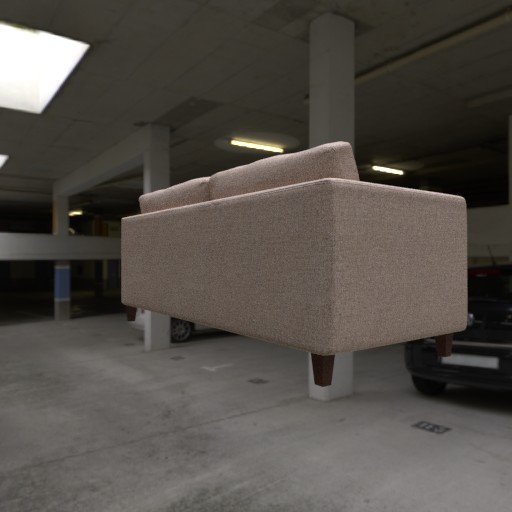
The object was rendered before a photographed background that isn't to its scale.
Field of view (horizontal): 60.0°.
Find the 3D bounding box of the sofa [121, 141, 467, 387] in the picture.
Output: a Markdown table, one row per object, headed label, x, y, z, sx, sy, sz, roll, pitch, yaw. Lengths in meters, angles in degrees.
| label | x | y | z | sx | sy | sz | roll | pitch | yaw |
| --- | --- | --- | --- | --- | --- | --- | --- | --- | --- |
| sofa | 0.000 | 0.000 | 2.712 | 0.951 | 0.965 | 2.208 | 0 | 0 | -36 |
